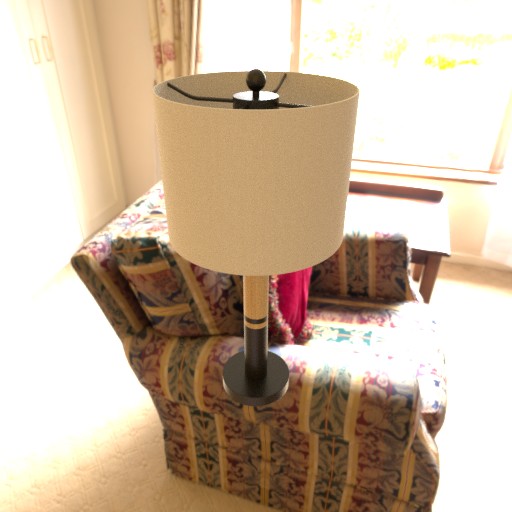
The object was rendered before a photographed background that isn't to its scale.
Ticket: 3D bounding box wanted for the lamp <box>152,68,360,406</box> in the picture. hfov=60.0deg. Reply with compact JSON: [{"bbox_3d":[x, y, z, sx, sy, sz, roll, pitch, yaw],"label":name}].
[{"bbox_3d":[0.000,0.000,0.814,0.305,0.640,0.305,-11,33,-18],"label":"lamp"}]
